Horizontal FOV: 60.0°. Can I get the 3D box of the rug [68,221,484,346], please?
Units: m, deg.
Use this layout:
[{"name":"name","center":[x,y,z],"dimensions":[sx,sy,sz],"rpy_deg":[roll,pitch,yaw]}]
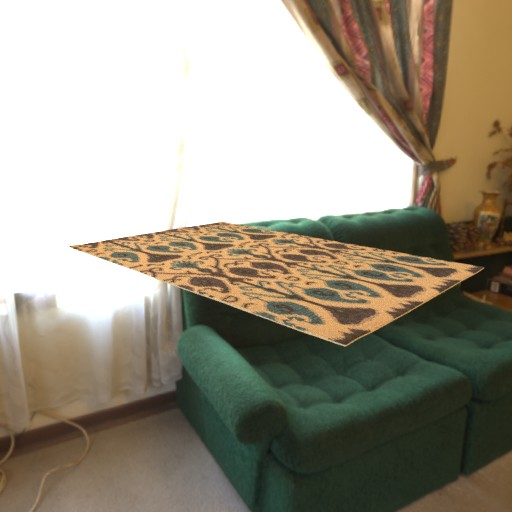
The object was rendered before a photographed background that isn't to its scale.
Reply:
[{"name":"rug","center":[0.000,0.000,2.101],"dimensions":[1.698,0.013,1.072],"rpy_deg":[13,19,43]}]
